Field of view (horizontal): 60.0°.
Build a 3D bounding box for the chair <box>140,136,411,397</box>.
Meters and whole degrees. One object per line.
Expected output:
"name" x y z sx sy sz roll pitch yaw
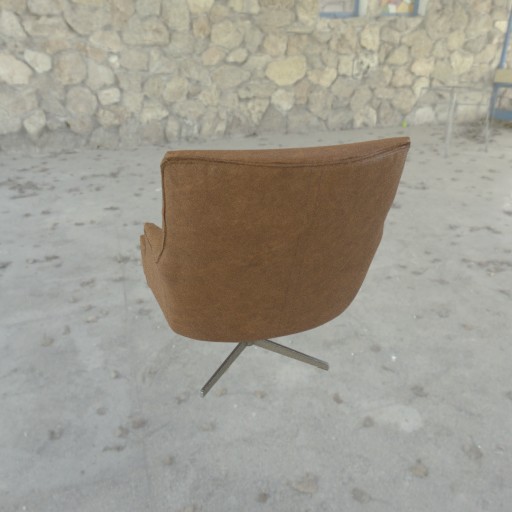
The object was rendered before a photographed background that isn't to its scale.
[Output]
"chair" 0.000 0.000 1.505 0.729 0.869 0.874 -7 26 -16
